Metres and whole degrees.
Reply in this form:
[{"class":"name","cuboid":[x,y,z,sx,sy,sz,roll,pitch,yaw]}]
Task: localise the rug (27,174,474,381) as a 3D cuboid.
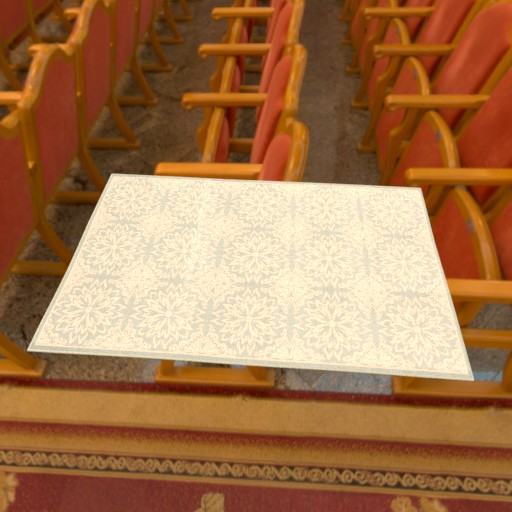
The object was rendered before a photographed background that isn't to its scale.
[{"class":"rug","cuboid":[0.000,0.000,2.226,1.840,0.012,1.219,3,48,3]}]
